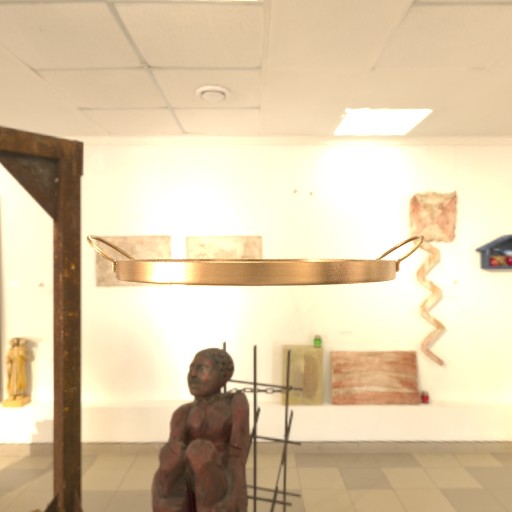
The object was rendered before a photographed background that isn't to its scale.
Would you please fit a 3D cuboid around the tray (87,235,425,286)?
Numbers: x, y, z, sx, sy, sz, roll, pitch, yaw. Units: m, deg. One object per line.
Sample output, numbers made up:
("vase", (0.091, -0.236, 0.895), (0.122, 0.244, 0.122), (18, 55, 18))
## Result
("tray", (0.000, 0.000, 0.726), (0.543, 0.069, 0.438), (0, 0, 0))
